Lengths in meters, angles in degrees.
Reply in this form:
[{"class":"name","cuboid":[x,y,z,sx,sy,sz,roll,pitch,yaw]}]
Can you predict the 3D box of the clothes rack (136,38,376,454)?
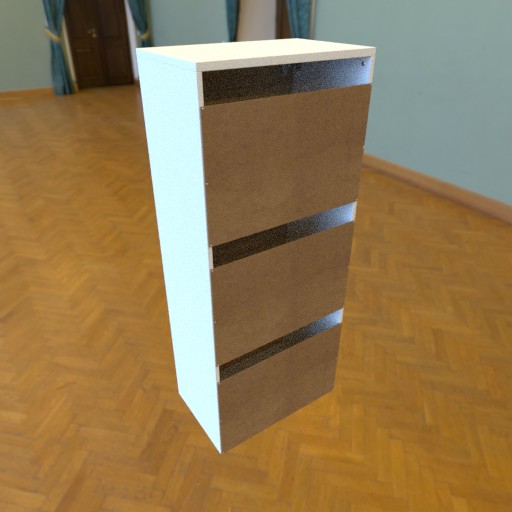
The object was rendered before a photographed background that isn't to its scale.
[{"class":"clothes rack","cuboid":[0.000,0.000,1.389,0.500,1.187,0.331,-19,36,-29]}]
